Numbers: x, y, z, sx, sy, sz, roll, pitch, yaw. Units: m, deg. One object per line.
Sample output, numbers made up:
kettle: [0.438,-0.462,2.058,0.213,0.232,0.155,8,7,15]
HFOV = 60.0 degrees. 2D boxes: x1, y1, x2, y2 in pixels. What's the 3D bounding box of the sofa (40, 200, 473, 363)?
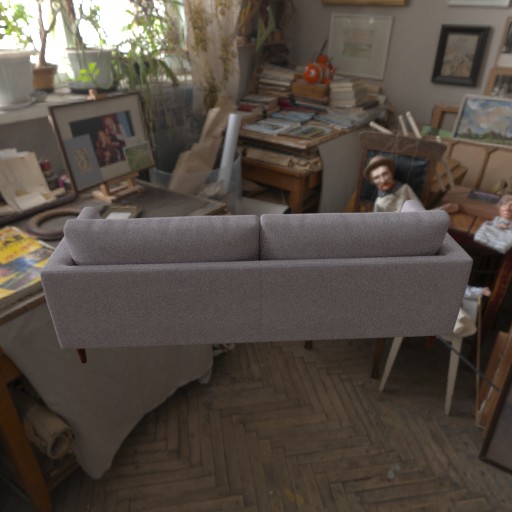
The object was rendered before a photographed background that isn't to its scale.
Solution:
sofa: [0.000,0.000,2.804,2.250,0.868,1.020,-2,30,-3]
